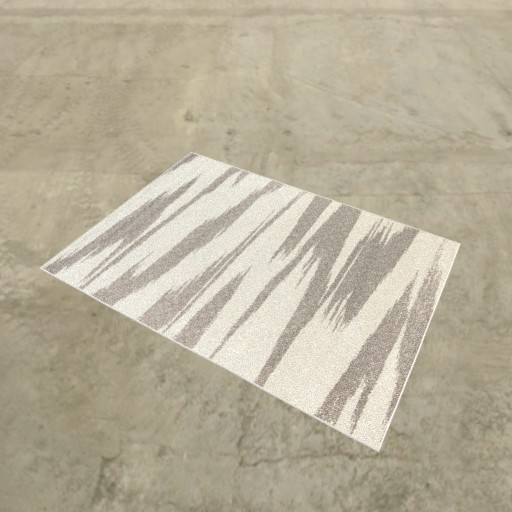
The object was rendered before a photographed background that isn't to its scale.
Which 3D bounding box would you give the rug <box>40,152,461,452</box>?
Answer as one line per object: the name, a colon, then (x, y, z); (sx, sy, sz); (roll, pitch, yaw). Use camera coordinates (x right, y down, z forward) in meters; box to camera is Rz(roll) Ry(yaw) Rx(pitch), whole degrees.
rug: (0.000, 0.000, 2.753); (2.142, 0.010, 1.533); (23, 49, 21)
